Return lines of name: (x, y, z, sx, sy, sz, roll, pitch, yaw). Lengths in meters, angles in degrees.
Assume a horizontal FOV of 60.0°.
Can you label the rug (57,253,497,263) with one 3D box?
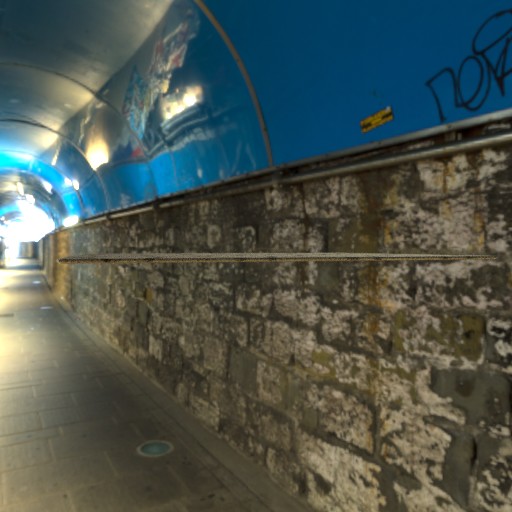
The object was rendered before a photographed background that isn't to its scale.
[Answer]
rug: (0.000, 0.000, 3.939, 3.000, 0.026, 2.399, 0, 1, -18)
